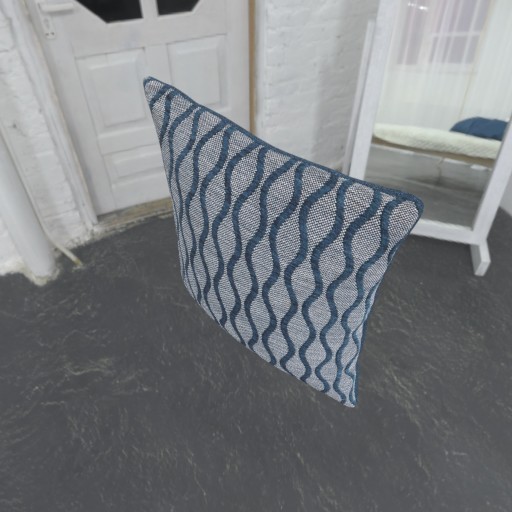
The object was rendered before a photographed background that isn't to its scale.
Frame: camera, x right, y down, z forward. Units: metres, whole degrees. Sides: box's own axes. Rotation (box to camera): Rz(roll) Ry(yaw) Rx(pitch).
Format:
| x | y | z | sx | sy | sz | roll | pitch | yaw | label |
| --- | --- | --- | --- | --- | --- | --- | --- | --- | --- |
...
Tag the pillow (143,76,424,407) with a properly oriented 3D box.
| x | y | z | sx | sy | sz | roll | pitch | yaw | label |
| --- | --- | --- | --- | --- | --- | --- | --- | --- | --- |
| 0.000 | 0.000 | 0.678 | 0.435 | 0.435 | 0.159 | 33 | 55 | 27 | pillow |
